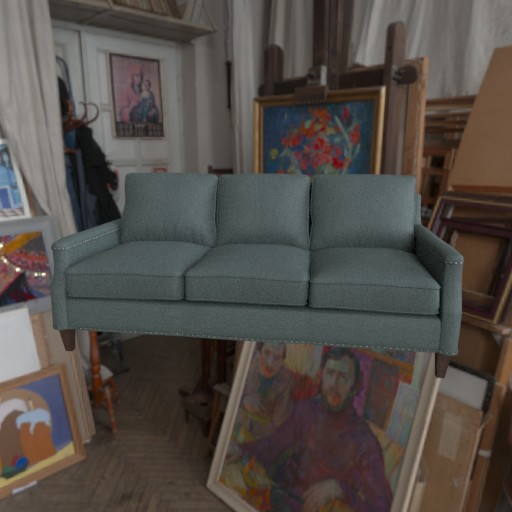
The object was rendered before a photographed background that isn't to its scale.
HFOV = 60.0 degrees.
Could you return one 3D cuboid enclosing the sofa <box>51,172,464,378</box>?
[{"bbox_3d":[0.000,0.000,2.829,2.246,1.003,1.084,2,14,8],"label":"sofa"}]
